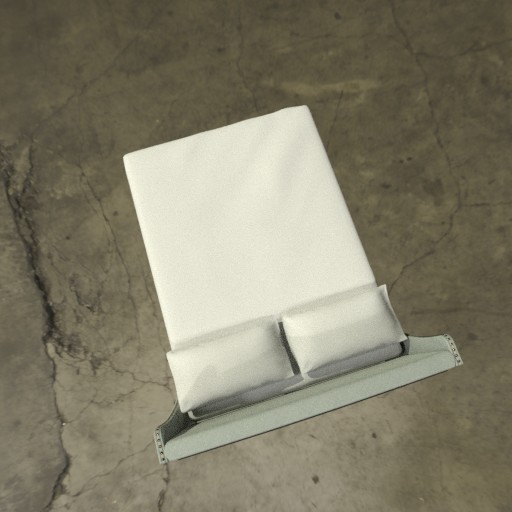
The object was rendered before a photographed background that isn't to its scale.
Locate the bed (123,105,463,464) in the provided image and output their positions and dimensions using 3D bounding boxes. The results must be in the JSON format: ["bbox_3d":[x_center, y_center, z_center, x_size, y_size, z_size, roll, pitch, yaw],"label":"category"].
[{"bbox_3d":[0.000,0.000,3.224,1.710,1.407,2.237,-17,76,-4],"label":"bed"}]
